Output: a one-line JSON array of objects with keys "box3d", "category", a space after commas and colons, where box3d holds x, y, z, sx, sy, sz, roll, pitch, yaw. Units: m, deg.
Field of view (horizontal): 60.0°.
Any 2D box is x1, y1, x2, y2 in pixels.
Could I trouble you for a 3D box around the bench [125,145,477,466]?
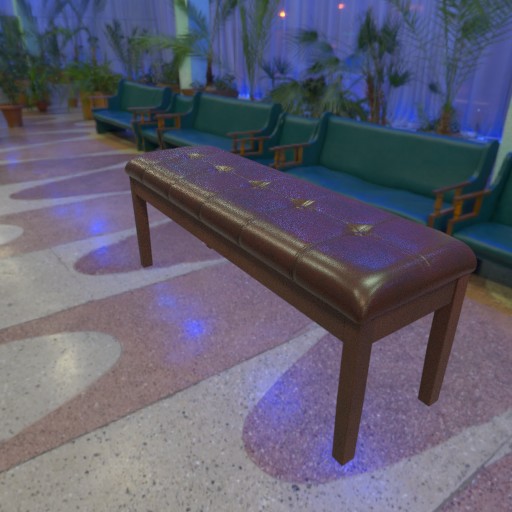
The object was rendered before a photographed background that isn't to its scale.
[{"box3d": [0.000, 0.000, 1.467, 0.401, 0.491, 1.259, -18, 32, -31], "category": "bench"}]
